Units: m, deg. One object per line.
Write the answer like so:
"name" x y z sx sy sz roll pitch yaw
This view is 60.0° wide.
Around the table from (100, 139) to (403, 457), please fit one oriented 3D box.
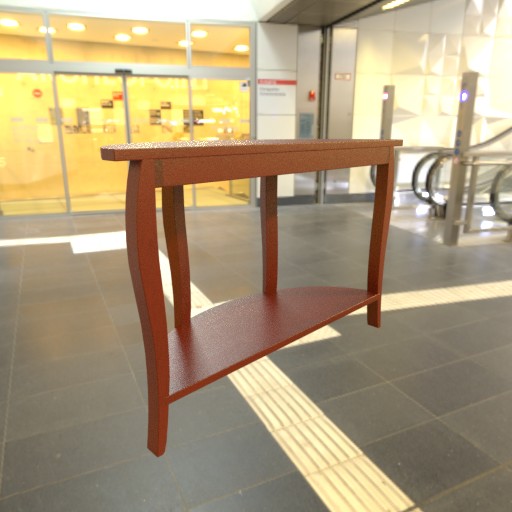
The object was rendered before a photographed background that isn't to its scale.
"table" 0.000 0.000 1.557 1.219 0.779 0.405 -15 22 -43
